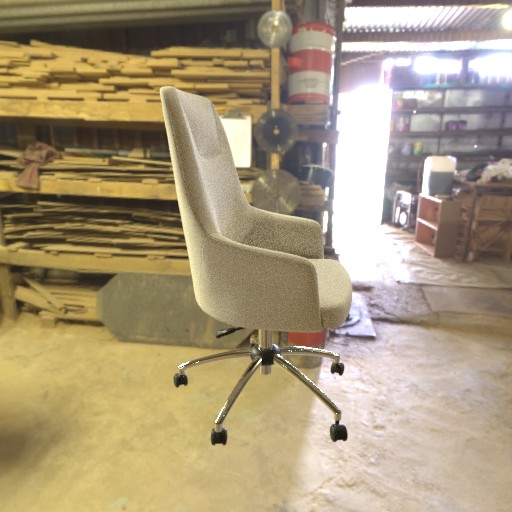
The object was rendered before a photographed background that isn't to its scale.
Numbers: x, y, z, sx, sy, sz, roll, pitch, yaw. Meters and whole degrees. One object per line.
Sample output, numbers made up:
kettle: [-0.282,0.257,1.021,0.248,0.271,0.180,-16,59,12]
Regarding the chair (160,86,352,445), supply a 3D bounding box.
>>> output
chair: [0.000,0.000,1.481,0.640,1.049,0.620,2,15,9]
